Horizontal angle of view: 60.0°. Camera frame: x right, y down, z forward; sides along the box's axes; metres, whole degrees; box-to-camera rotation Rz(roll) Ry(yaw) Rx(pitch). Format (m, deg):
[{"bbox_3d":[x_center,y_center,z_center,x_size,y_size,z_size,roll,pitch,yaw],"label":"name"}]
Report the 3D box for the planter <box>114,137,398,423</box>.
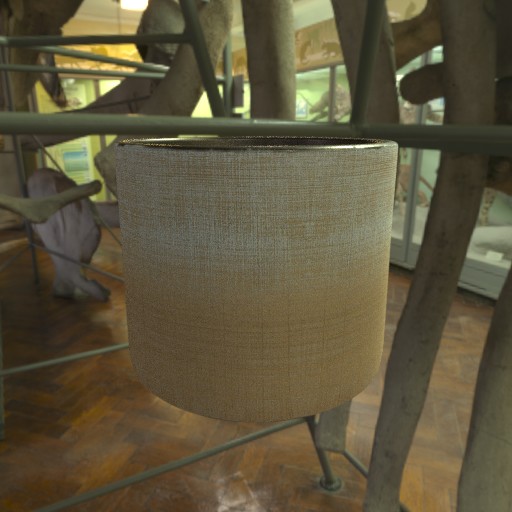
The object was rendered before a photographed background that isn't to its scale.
[{"bbox_3d":[0.000,0.000,0.436,0.254,0.221,0.254,0,16,0],"label":"planter"}]
